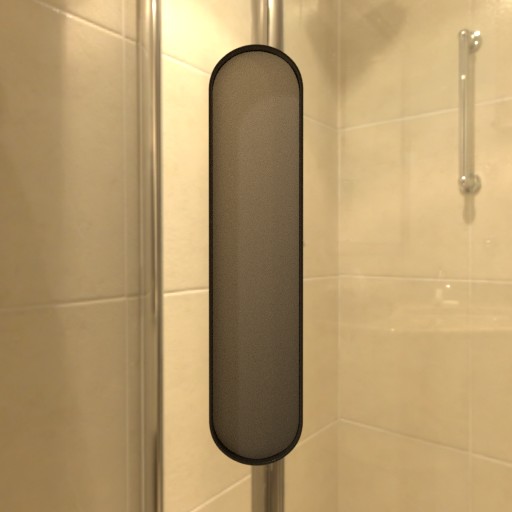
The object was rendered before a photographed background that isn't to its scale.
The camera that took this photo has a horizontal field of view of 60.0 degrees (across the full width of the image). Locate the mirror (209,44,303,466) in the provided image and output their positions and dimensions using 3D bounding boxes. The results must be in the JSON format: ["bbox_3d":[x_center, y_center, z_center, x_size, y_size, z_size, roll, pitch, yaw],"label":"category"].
[{"bbox_3d":[0.000,0.000,1.057,0.222,0.991,0.032,0,1,1],"label":"mirror"}]
